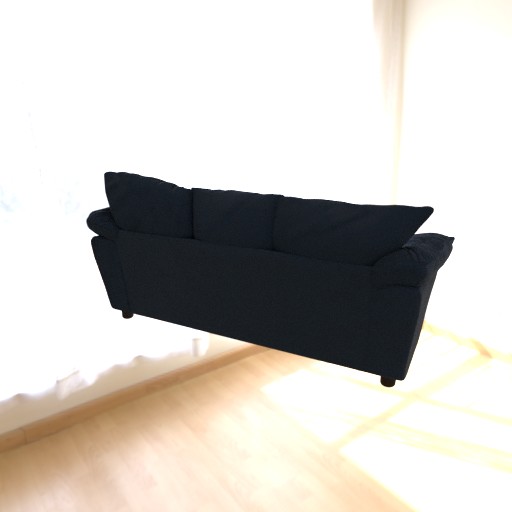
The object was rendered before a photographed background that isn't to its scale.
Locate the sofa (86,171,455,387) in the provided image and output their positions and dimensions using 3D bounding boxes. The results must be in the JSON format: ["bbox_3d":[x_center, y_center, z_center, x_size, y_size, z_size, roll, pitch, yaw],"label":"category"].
[{"bbox_3d":[0.000,0.000,3.006,2.390,1.091,0.907,9,19,26],"label":"sofa"}]
